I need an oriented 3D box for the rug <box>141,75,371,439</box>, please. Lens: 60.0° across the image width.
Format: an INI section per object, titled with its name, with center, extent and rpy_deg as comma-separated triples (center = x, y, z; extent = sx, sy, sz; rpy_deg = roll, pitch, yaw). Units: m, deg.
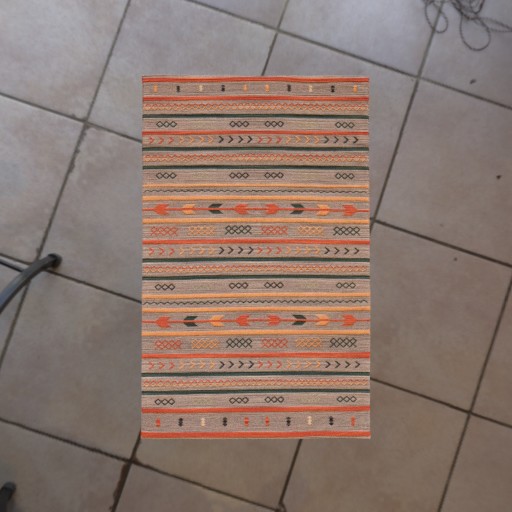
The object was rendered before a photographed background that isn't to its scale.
[rug]
center = 0.000, 0.000, 2.973
extent = 1.537, 0.029, 2.439
rpy_deg = 0, 89, -1
